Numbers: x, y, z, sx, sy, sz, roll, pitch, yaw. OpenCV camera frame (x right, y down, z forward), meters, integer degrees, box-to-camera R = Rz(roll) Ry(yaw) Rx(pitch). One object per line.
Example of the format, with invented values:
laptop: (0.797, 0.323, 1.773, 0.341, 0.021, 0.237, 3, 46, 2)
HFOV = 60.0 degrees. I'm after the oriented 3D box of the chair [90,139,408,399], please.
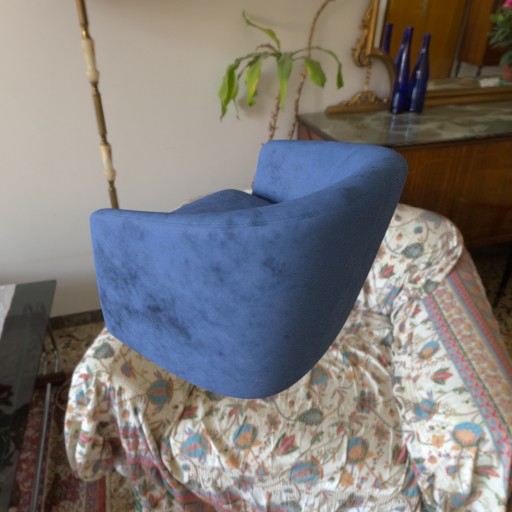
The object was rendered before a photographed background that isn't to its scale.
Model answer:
chair: (0.000, 0.000, 1.364, 0.767, 0.698, 0.773, 22, 37, 31)
